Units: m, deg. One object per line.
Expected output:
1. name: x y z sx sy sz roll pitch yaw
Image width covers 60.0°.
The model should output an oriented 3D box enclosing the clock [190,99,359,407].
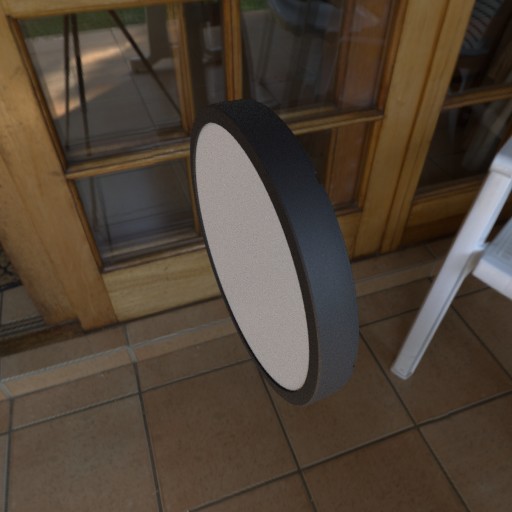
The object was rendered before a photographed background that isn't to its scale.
1. clock: 0.000 0.000 0.438 0.040 0.293 0.293 -18 48 -17
